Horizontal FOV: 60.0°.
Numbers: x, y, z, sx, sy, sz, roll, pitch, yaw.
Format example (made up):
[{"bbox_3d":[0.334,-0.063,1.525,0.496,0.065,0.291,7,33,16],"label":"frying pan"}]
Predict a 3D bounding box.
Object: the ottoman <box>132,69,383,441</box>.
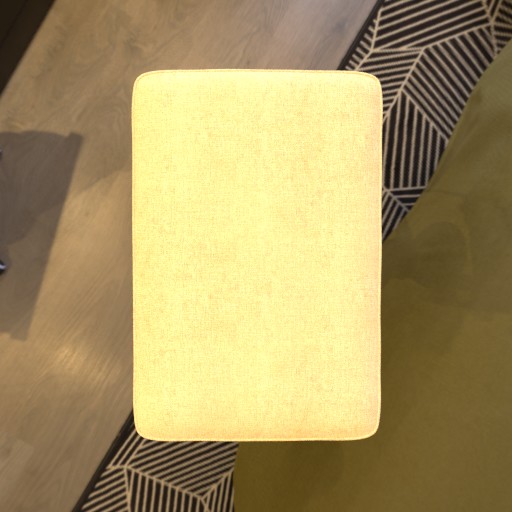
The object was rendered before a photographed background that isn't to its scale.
[{"bbox_3d":[0.000,0.000,1.218,0.583,0.484,0.862,0,91,-1],"label":"ottoman"}]
